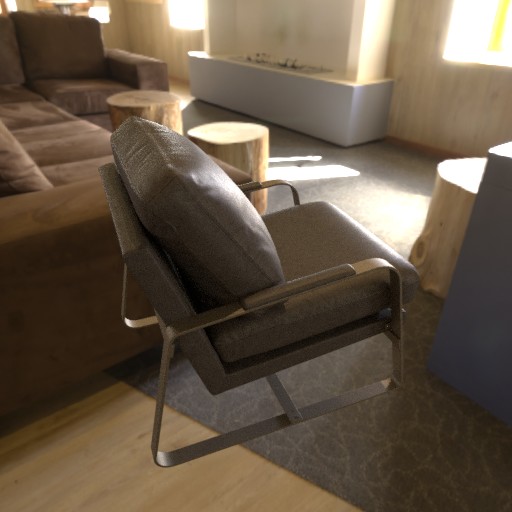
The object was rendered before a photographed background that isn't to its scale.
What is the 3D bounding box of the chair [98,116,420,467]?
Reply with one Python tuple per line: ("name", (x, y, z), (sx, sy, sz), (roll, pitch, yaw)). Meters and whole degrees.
("chair", (0.000, 0.000, 1.442), (0.878, 0.839, 0.692), (-12, 33, -19))
